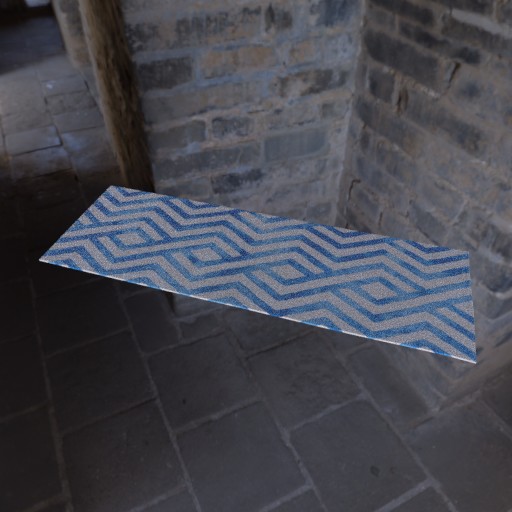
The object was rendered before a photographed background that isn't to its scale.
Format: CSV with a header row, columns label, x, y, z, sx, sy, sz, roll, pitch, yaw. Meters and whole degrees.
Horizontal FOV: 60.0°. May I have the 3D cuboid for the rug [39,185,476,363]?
label,x,y,z,sx,sy,sz,roll,pitch,yaw
rug,0.000,0.000,1.621,1.492,0.007,0.503,12,44,12
